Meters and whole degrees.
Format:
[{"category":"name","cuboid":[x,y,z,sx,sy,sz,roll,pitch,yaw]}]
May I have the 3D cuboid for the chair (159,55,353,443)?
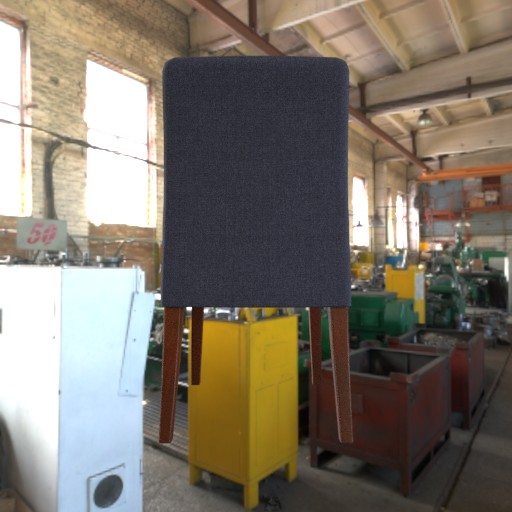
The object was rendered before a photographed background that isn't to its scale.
[{"category":"chair","cuboid":[0.000,0.000,1.362,0.508,0.952,0.655,0,-1,0]}]
